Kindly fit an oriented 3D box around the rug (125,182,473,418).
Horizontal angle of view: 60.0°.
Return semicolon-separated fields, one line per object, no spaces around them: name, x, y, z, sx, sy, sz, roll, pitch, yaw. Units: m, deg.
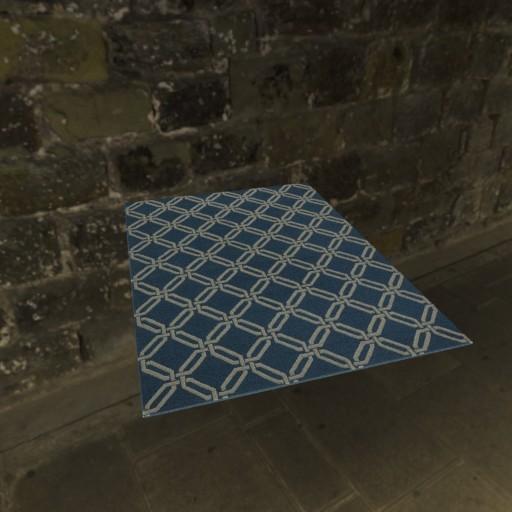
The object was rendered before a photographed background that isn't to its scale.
rug;0.000;0.000;4.411;2.432;0.018;3.342;-8;32;-14
